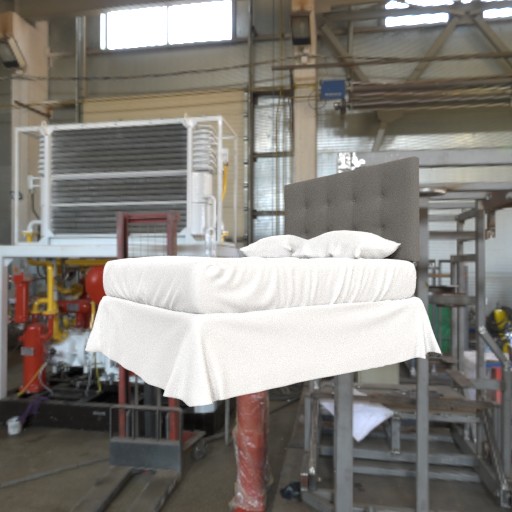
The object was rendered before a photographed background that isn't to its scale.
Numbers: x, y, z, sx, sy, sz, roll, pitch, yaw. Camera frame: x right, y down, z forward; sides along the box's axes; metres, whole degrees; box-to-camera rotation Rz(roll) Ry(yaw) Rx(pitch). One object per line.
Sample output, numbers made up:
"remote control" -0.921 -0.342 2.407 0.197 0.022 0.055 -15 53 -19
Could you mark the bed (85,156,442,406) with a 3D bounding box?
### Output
"bed" 0.000 0.000 3.575 2.222 1.577 1.936 0 -1 -35
